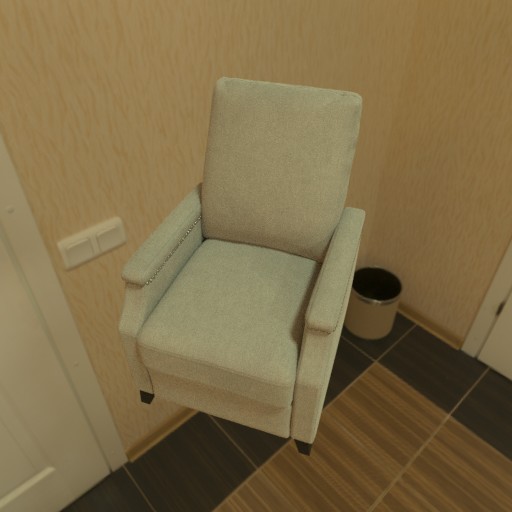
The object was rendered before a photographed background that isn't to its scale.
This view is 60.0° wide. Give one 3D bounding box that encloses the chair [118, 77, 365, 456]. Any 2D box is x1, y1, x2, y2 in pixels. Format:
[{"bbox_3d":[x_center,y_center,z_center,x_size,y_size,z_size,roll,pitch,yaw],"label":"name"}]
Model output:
[{"bbox_3d":[0.000,0.000,1.653,0.710,1.049,0.922,12,41,14],"label":"chair"}]
